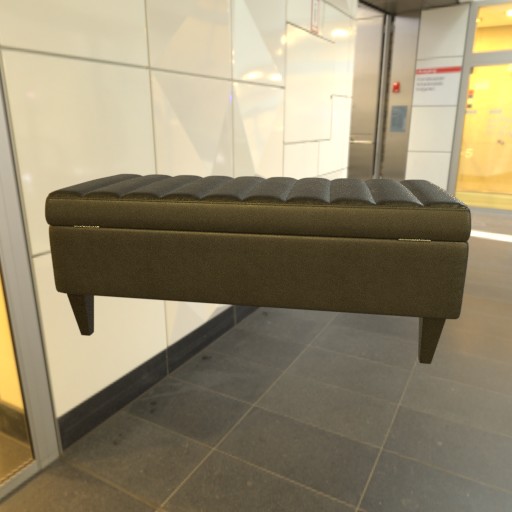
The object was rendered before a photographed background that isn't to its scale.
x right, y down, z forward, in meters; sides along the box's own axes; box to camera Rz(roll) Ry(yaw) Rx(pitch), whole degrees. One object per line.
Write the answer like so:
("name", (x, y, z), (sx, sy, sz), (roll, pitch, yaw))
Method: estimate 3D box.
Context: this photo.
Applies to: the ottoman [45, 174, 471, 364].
("ottoman", (0.000, 0.000, 1.431), (1.151, 0.469, 0.482), (3, 17, 9))
